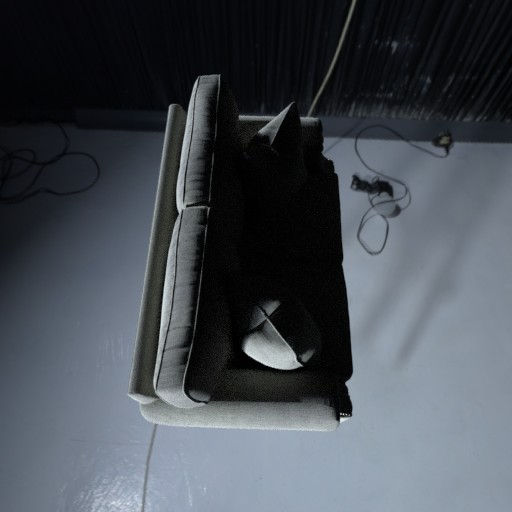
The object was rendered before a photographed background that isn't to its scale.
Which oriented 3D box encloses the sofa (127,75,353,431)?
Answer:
[{"bbox_3d":[0.000,0.000,2.301,0.966,0.966,1.701,1,63,1],"label":"sofa"}]
